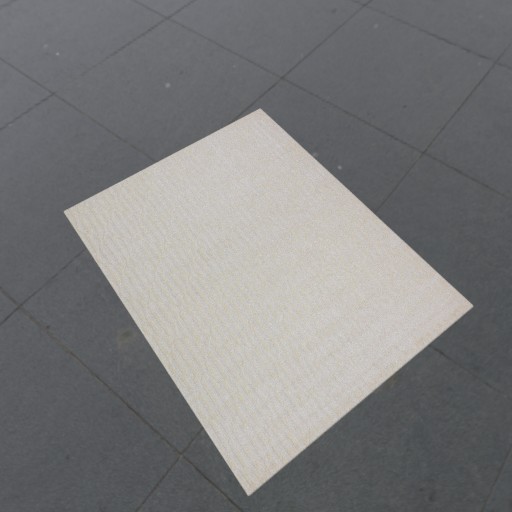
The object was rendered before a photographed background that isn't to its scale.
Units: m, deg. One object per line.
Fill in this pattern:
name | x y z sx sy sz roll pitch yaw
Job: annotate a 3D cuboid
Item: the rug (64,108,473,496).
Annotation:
rug | 0.000 0.000 4.074 2.410 0.021 3.055 -33 65 -17
